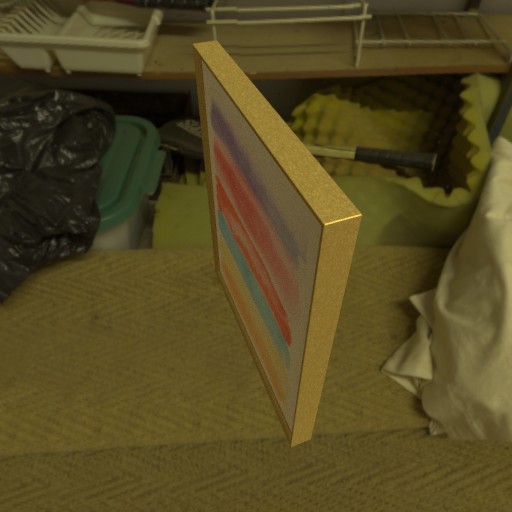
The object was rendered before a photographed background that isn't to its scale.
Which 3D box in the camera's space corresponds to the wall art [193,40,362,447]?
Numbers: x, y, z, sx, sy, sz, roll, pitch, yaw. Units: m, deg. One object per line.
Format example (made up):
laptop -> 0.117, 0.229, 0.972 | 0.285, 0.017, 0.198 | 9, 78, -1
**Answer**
wall art -> 0.000, 0.000, 0.893 | 0.048, 0.642, 0.537 | -16, 48, -14
